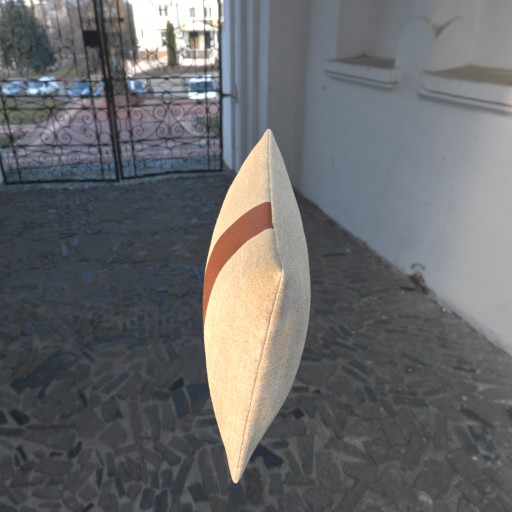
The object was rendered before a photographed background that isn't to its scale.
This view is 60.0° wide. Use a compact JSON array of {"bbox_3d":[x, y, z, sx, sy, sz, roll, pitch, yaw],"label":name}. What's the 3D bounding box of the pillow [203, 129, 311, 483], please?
[{"bbox_3d":[0.000,0.000,0.712,0.155,0.282,0.612,0,27,0],"label":"pillow"}]
